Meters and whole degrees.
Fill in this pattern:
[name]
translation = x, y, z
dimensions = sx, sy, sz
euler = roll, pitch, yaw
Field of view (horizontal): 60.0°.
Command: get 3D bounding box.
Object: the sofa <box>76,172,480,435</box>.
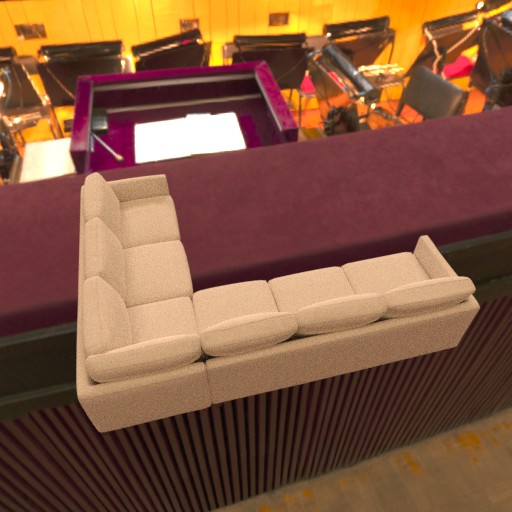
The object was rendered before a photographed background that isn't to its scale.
[sofa]
translation = 0.000, 0.000, 4.432
dimensions = 3.302, 0.947, 2.593
euler = -11, 47, -10
